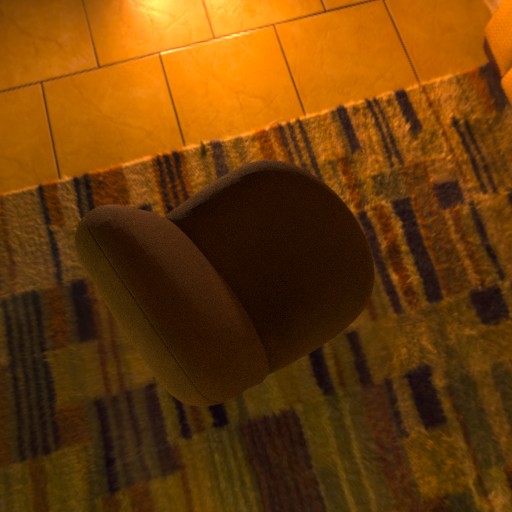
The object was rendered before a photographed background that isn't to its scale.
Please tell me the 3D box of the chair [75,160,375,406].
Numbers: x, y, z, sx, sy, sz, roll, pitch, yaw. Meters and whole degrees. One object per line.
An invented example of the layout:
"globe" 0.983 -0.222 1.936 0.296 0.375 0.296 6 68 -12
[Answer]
"chair" 0.000 0.000 1.032 0.597 0.594 0.521 -35 78 -8
